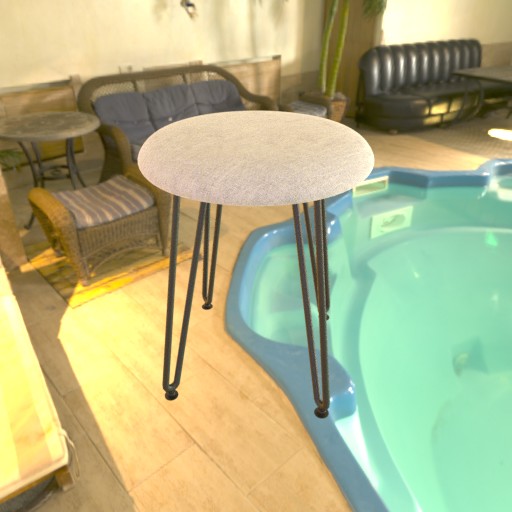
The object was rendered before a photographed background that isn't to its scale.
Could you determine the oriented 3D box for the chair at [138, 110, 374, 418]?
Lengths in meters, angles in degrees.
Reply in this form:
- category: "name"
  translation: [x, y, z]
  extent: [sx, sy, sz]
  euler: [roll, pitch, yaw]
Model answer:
- category: "chair"
  translation: [0.000, 0.000, 0.673]
  extent: [0.350, 0.386, 0.350]
  euler: [-20, 36, -31]
